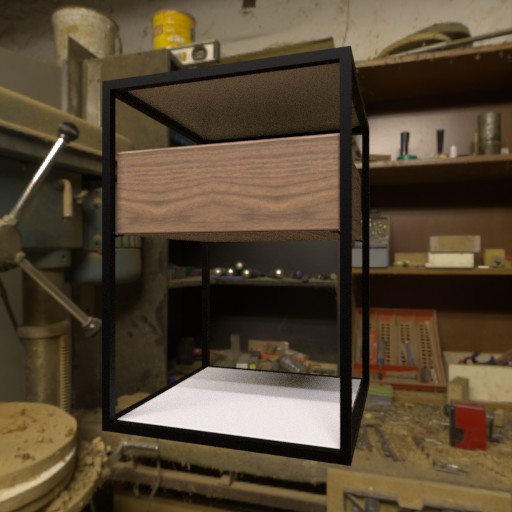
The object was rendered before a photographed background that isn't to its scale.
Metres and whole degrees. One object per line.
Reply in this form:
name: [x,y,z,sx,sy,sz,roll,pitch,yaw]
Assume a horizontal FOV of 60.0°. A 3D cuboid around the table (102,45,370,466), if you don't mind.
table: [0.000,0.000,0.806,0.378,0.540,0.378,0,0,18]
